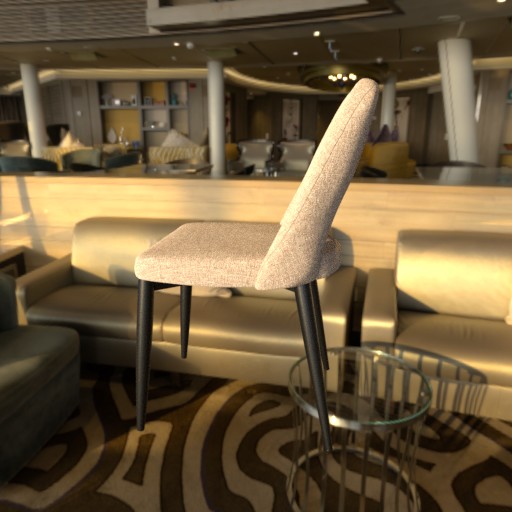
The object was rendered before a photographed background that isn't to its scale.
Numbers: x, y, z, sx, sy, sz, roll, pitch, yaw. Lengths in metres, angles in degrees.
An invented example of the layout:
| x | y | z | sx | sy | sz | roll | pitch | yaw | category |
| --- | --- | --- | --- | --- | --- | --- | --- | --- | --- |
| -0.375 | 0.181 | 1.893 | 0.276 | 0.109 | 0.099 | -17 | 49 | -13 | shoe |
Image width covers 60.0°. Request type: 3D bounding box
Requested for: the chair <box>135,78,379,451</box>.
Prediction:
| x | y | z | sx | sy | sz | roll | pitch | yaw | category |
| --- | --- | --- | --- | --- | --- | --- | --- | --- | --- |
| 0.000 | 0.000 | 1.275 | 0.612 | 0.931 | 0.470 | 2 | 16 | 8 | chair |
